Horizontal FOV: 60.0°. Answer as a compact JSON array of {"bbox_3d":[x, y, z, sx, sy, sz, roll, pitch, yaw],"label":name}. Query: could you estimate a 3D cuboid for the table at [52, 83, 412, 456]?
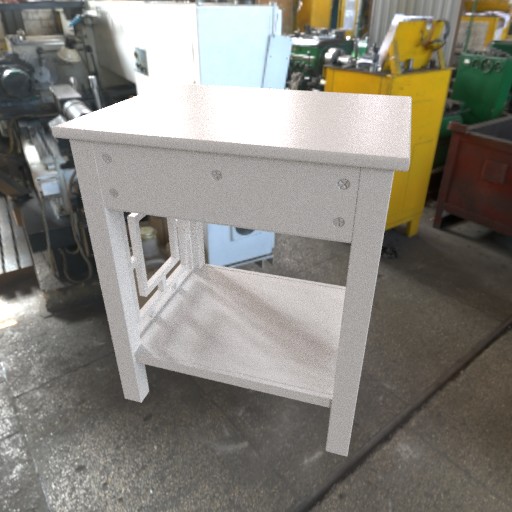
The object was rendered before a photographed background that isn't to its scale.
[{"bbox_3d":[0.000,0.000,1.003,0.564,0.646,0.451,9,32,15],"label":"table"}]
